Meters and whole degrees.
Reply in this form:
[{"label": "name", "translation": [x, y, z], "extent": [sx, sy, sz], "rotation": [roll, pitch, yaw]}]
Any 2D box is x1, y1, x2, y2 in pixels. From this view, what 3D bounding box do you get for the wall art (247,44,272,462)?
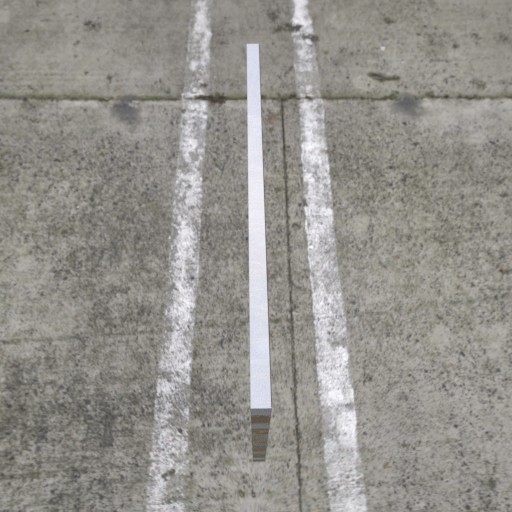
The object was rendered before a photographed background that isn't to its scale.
[{"label": "wall art", "translation": [0.000, 0.000, 1.458], "extent": [0.041, 0.762, 1.145], "rotation": [-1, 58, -1]}]
